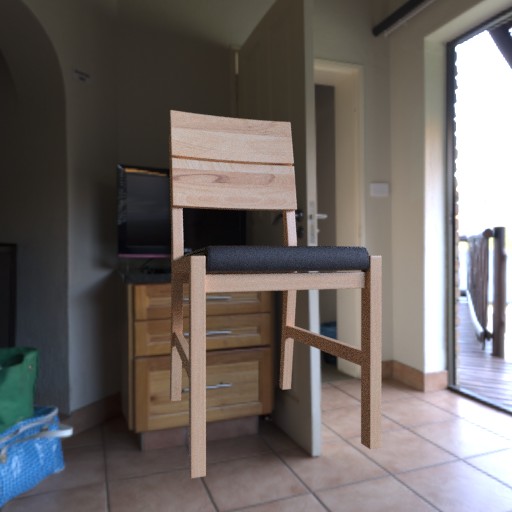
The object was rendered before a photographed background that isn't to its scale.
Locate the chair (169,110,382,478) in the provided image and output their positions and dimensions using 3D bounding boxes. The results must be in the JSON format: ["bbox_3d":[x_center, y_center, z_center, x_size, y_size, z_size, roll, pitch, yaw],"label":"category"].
[{"bbox_3d":[0.000,0.000,1.279,0.475,0.950,0.560,0,0,-18],"label":"chair"}]
